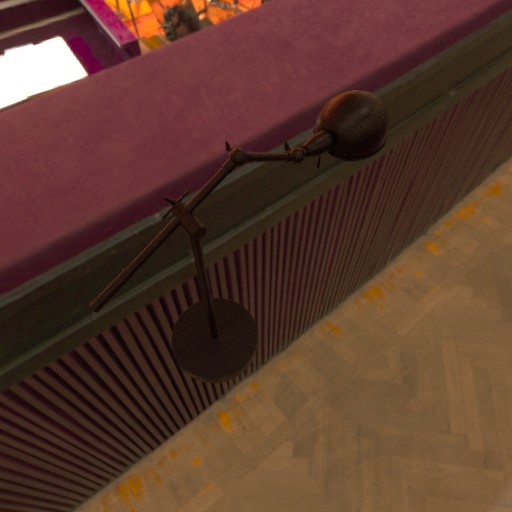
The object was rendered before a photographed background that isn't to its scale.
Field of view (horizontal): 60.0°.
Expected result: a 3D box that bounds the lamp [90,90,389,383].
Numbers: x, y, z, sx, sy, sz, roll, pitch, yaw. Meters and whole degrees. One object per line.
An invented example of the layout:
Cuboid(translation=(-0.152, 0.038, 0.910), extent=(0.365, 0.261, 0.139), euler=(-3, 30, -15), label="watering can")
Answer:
Cuboid(translation=(0.000, 0.000, 0.805), extent=(0.567, 0.495, 0.185), euler=(-32, 62, -19), label="lamp")
